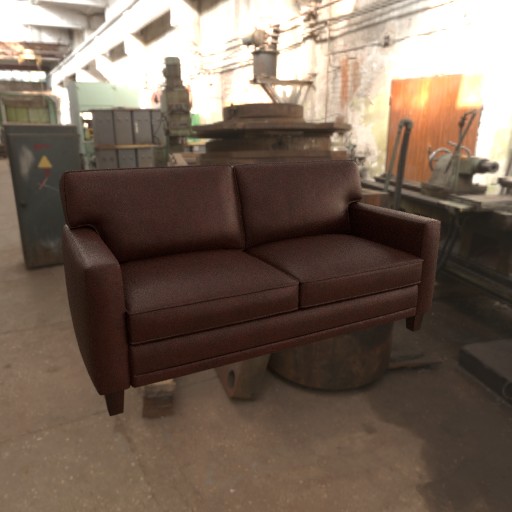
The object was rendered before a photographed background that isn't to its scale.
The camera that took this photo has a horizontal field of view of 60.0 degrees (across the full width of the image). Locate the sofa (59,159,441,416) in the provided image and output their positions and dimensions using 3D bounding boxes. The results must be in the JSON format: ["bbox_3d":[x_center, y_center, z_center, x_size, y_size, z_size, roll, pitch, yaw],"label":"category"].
[{"bbox_3d":[0.000,0.000,2.371,1.876,0.928,0.912,-8,18,-26],"label":"sofa"}]
